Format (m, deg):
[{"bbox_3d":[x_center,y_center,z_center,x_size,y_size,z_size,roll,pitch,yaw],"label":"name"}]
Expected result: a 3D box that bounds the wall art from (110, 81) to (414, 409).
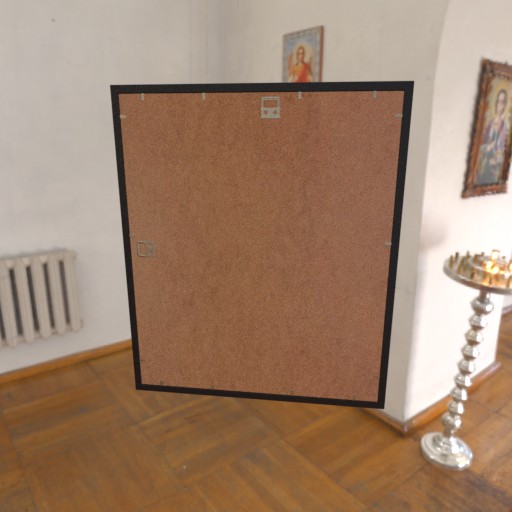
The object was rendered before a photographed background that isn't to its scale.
[{"bbox_3d":[0.000,0.000,0.906,0.559,0.660,0.018,2,16,7],"label":"wall art"}]
